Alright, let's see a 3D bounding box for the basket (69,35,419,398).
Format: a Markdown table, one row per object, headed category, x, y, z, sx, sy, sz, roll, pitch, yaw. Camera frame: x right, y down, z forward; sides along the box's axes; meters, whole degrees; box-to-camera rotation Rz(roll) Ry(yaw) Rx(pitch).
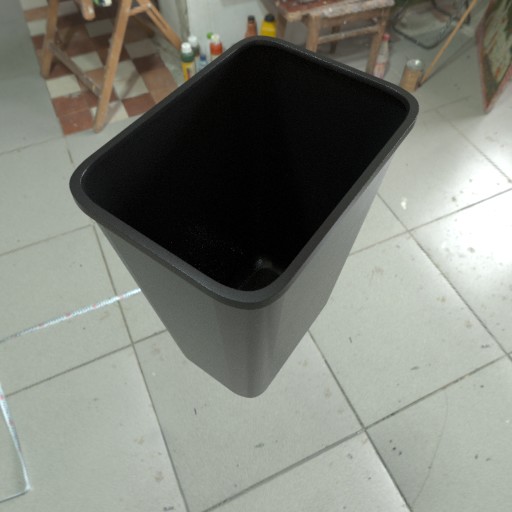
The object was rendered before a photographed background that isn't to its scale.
| category | x | y | z | sx | sy | sz | roll | pitch | yaw |
| --- | --- | --- | --- | --- | --- | --- | --- | --- | --- |
| basket | 0.000 | 0.000 | 0.756 | 0.287 | 0.521 | 0.394 | 31 | 62 | 19 |
